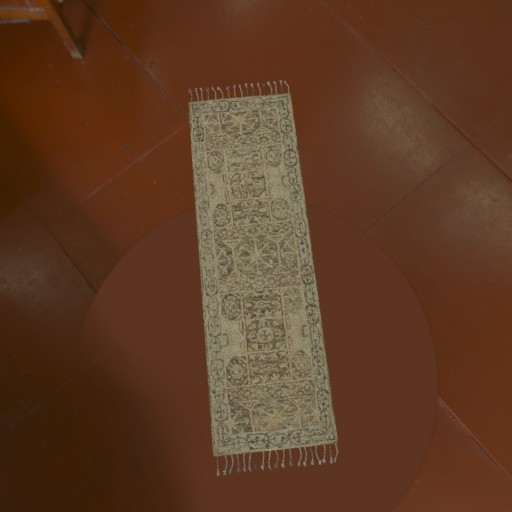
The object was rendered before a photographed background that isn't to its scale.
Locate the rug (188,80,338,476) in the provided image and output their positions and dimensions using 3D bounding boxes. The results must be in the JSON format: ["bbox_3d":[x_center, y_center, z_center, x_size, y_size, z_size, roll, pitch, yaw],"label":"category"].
[{"bbox_3d":[0.000,0.000,2.992,0.762,0.011,2.664,-6,76,-1],"label":"rug"}]
